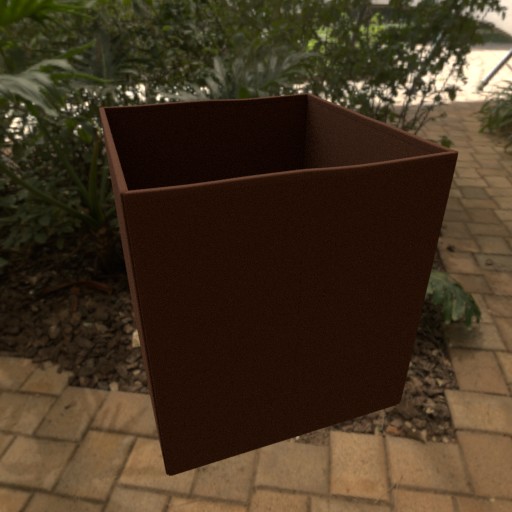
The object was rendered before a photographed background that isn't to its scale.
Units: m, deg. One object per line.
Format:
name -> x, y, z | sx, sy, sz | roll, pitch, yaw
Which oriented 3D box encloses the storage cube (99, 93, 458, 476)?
storage cube -> 0.000, 0.000, 0.480 | 0.270, 0.280, 0.270 | -10, 31, -17
